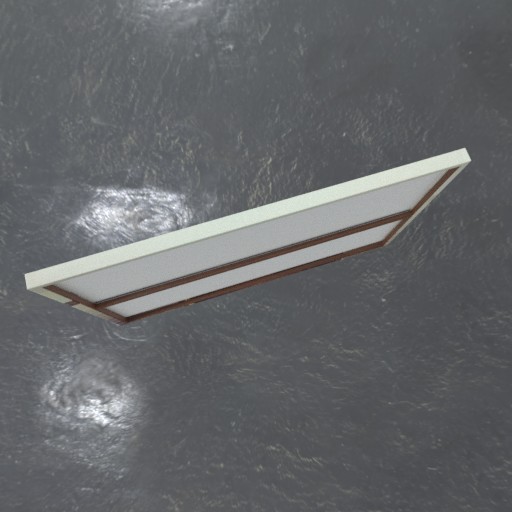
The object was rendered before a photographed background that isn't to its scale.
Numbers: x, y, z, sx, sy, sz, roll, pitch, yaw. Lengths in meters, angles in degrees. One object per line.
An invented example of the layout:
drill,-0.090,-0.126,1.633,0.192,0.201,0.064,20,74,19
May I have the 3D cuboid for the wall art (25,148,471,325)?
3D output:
wall art,0.000,0.000,1.468,1.149,0.765,0.040,-16,75,-4
